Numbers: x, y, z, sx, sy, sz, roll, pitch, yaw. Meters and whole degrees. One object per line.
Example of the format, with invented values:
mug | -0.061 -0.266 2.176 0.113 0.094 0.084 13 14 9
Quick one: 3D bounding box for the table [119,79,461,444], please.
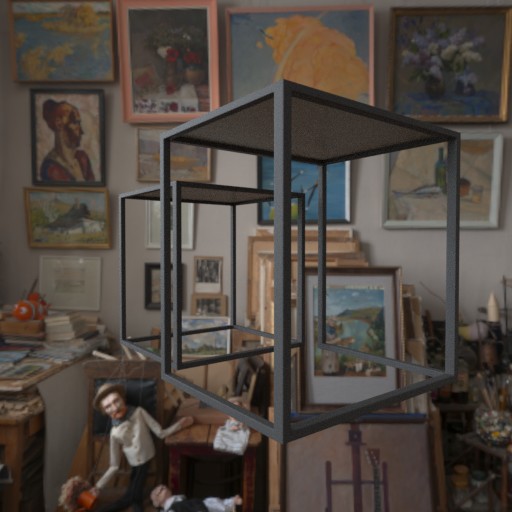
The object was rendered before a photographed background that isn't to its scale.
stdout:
table | 0.000 0.000 1.120 0.508 0.540 0.788 -1 2 -38
